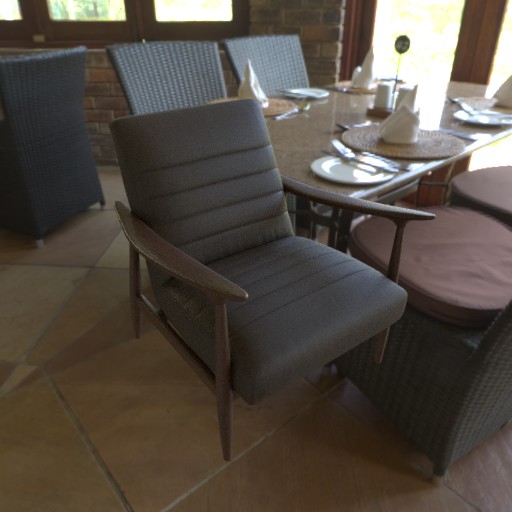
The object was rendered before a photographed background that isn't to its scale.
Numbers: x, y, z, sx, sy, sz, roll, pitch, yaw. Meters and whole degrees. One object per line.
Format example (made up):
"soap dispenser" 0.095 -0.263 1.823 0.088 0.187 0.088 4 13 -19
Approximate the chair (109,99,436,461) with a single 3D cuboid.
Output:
"chair" 0.000 0.000 1.436 0.741 0.831 0.798 -20 35 -32
